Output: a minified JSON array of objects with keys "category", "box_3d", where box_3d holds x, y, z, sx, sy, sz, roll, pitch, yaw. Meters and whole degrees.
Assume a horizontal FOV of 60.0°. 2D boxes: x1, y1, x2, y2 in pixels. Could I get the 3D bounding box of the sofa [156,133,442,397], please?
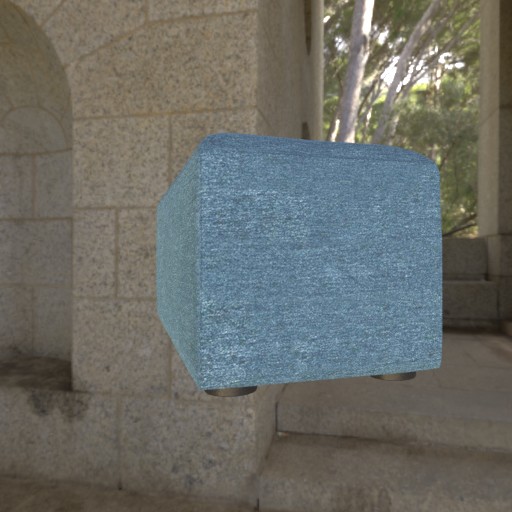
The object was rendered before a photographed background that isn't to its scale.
[{"category":"sofa","box_3d":[0.000,0.000,1.207,0.480,0.470,0.930,0,0,-17]}]
